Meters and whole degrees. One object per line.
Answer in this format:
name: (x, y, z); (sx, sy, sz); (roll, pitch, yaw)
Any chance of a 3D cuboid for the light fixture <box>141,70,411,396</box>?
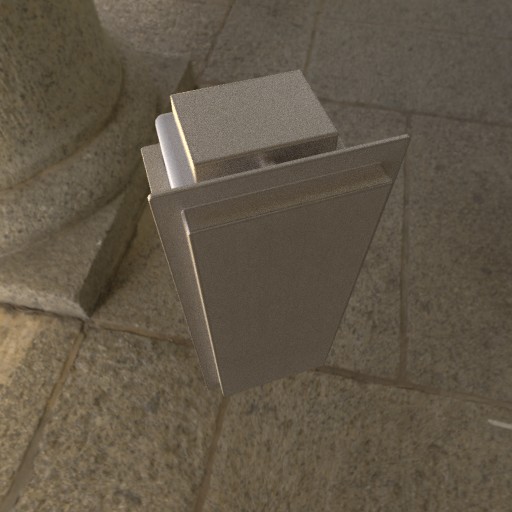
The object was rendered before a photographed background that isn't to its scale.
light fixture: (0.000, 0.000, 0.457); (0.168, 0.380, 0.160); (-15, 58, -9)
